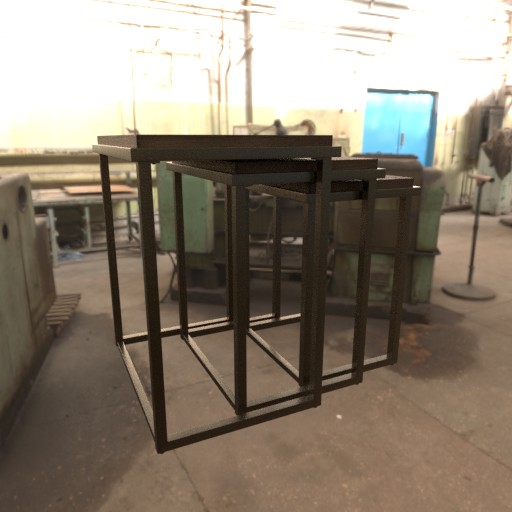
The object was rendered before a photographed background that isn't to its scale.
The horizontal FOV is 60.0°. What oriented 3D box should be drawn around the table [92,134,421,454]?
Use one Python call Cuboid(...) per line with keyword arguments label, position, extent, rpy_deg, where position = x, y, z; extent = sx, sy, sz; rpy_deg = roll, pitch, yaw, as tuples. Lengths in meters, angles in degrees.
Cuboid(label="table", position=(0.000, 0.000, 1.163), extent=(0.706, 0.610, 0.559), rpy_deg=(-7, 16, -25))
